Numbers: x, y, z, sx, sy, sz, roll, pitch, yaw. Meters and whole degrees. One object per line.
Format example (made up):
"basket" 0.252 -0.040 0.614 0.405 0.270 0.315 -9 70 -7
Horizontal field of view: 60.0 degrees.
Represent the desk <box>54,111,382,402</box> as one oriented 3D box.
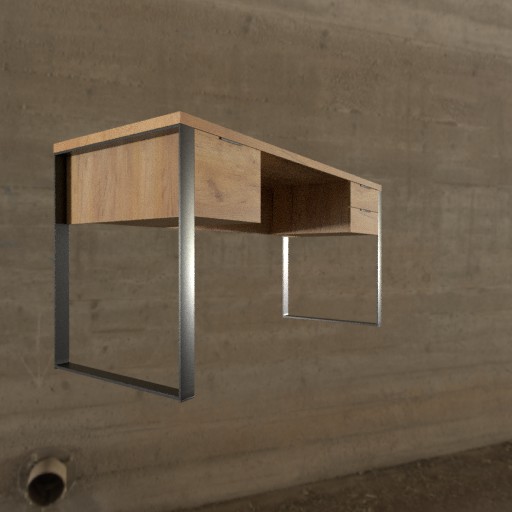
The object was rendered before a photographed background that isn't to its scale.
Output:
"desk" 0.000 0.000 1.946 0.600 0.760 1.520 0 0 35
